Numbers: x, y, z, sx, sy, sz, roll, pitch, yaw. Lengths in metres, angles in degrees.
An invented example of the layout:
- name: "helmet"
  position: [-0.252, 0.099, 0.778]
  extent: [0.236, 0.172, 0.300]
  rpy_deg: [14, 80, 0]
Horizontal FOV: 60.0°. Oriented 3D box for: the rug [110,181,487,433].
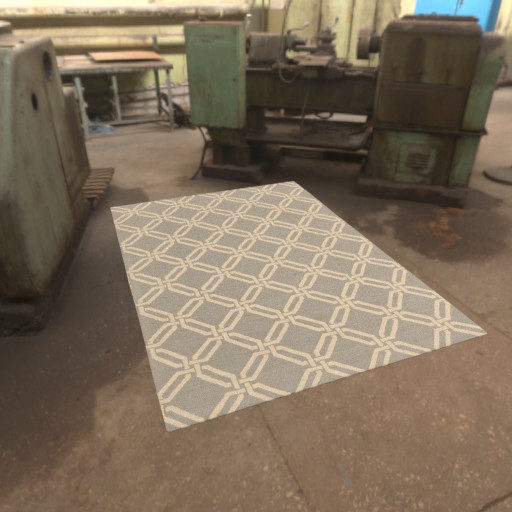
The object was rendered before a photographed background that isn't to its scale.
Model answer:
- name: "rug"
  position: [0.000, 0.000, 2.707]
  extent: [1.522, 0.013, 2.133]
  rpy_deg: [-11, 32, -18]
